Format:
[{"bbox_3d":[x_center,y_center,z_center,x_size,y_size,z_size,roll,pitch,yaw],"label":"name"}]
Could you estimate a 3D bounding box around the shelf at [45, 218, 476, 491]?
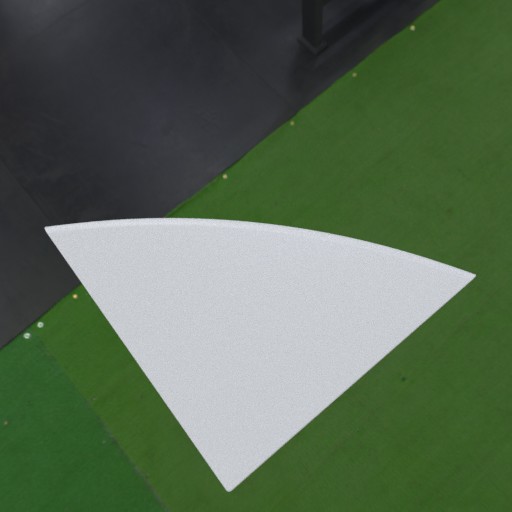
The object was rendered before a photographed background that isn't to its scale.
[{"bbox_3d":[0.000,0.000,0.460,0.310,0.050,0.310,-38,78,-9],"label":"shelf"}]
